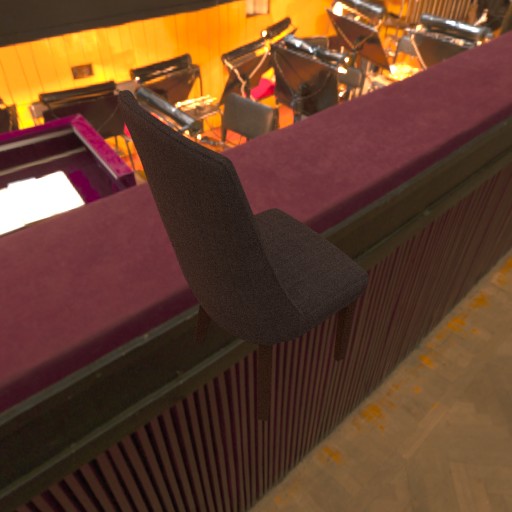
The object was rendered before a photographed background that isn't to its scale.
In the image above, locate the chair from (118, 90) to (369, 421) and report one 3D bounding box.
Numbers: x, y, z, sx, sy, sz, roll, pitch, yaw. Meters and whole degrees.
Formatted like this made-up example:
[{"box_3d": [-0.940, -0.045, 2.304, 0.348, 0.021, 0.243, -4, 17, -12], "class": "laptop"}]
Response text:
[{"box_3d": [0.000, 0.000, 1.347, 0.577, 1.050, 0.510, -28, 49, -27], "class": "chair"}]
